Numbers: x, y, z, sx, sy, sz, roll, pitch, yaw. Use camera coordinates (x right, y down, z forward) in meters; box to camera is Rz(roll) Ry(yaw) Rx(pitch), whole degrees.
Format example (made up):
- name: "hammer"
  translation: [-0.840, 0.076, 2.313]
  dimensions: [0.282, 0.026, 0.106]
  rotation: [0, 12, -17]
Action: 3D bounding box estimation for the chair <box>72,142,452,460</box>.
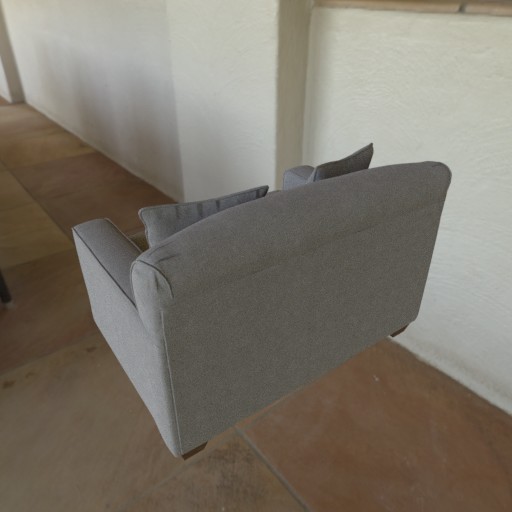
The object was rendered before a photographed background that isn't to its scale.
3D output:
- name: "chair"
  translation: [0.000, 0.000, 2.064]
  dimensions: [1.395, 0.953, 0.992]
  rotation: [-20, 37, -29]
